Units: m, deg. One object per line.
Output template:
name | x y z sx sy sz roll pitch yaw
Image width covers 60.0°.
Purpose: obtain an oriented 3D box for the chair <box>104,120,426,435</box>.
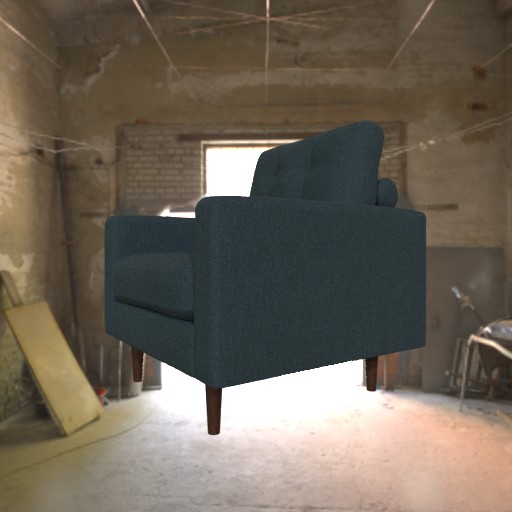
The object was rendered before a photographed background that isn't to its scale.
chair | 0.000 0.000 1.517 0.843 0.880 0.821 -1 1 -35
